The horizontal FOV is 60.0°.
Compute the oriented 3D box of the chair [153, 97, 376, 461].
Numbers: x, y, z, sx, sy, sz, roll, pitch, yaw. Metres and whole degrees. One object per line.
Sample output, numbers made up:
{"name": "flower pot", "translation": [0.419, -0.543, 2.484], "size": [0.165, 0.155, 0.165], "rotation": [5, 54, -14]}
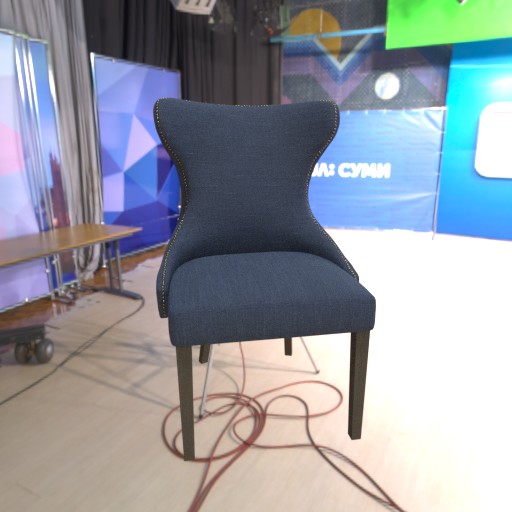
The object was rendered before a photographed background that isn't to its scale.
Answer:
{"name": "chair", "translation": [0.000, 0.000, 1.408], "size": [0.628, 0.967, 0.635], "rotation": [-3, 16, -10]}
